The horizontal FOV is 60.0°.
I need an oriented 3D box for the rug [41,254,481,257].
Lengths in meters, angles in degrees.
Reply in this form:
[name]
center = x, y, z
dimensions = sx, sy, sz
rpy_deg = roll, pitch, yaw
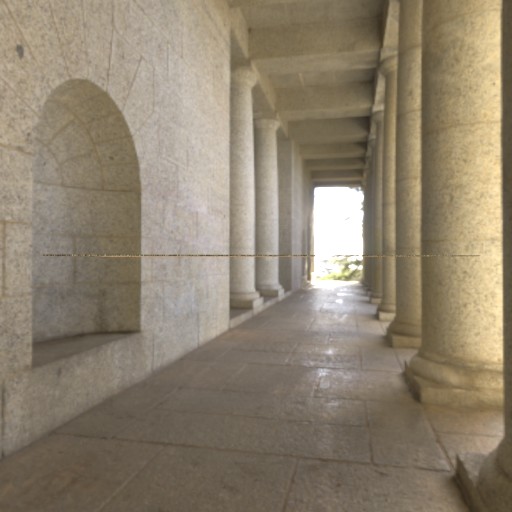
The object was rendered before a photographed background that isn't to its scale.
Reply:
[rug]
center = 0.000, 0.000, 3.014
dimensions = 2.435, 0.006, 1.521
rpy_deg = 0, 0, -17
